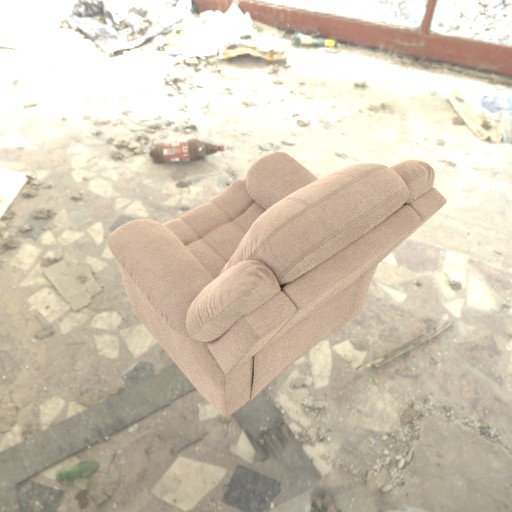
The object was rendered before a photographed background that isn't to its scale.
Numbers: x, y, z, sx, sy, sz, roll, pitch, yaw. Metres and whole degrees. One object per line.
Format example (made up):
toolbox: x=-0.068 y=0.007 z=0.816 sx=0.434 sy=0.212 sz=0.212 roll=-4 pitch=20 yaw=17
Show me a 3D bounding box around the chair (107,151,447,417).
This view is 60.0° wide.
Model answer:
chair: x=0.000 y=0.000 z=1.724 sx=0.899 sy=1.008 sz=0.944 roll=-31 pitch=54 yaw=-27
